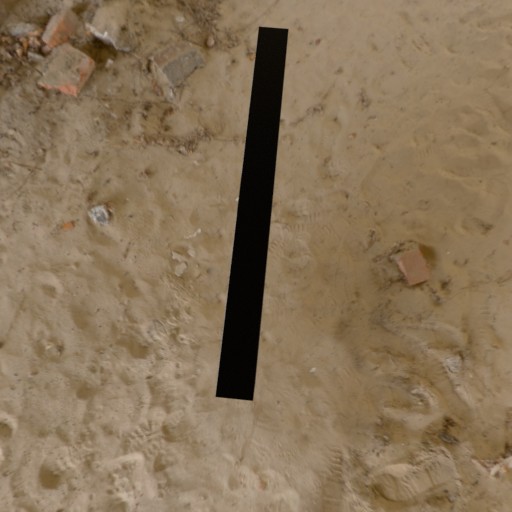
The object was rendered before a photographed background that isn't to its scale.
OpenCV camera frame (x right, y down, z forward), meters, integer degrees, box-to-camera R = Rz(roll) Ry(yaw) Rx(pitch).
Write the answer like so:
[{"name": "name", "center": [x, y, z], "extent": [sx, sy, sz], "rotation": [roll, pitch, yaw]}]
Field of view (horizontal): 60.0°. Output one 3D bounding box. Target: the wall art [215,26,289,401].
[{"name": "wall art", "center": [0.000, 0.000, 0.769], "extent": [0.039, 0.553, 0.451], "rotation": [5, 75, 1]}]
